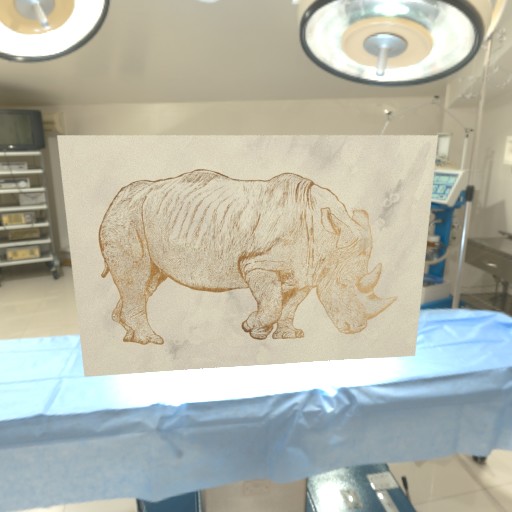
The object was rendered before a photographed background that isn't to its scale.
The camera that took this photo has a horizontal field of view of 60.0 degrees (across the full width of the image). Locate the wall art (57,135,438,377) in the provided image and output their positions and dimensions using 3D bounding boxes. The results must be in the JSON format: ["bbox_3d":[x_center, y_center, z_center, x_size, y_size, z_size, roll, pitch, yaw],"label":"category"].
[{"bbox_3d":[0.000,0.000,0.776,0.609,0.407,0.038,-2,15,-7],"label":"wall art"}]
